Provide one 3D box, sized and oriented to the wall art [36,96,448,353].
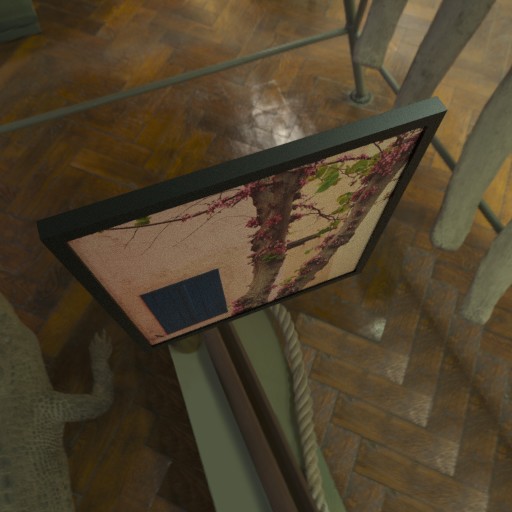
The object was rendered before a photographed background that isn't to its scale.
[{"bbox_3d":[0.000,0.000,1.124,0.762,0.762,0.038,-19,66,-9],"label":"wall art"}]
